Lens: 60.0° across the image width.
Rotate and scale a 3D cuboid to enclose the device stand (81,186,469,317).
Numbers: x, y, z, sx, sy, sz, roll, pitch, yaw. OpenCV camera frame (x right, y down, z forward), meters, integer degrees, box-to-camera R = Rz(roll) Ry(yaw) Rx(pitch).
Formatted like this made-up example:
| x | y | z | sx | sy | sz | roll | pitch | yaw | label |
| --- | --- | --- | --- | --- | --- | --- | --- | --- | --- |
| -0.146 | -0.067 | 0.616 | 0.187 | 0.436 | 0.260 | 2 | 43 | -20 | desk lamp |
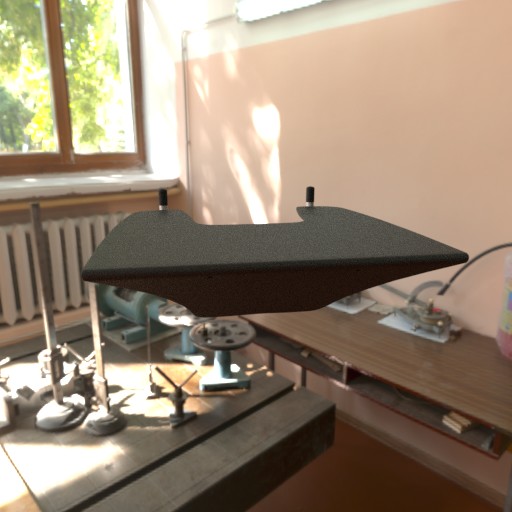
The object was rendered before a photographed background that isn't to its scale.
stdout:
| x | y | z | sx | sy | sz | roll | pitch | yaw | label |
| --- | --- | --- | --- | --- | --- | --- | --- | --- | --- |
| 0.000 | 0.000 | 0.370 | 0.230 | 0.092 | 0.230 | -2 | 15 | -9 | device stand |
